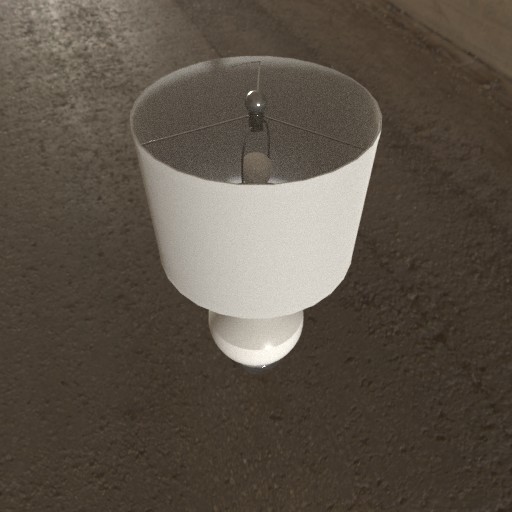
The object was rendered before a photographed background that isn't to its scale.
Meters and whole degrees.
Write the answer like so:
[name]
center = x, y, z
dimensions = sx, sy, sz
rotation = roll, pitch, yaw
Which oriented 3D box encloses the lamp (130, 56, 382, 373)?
[lamp]
center = 0.000, 0.000, 0.862
dimensions = 0.357, 0.673, 0.357
rotation = 25, 52, 21
